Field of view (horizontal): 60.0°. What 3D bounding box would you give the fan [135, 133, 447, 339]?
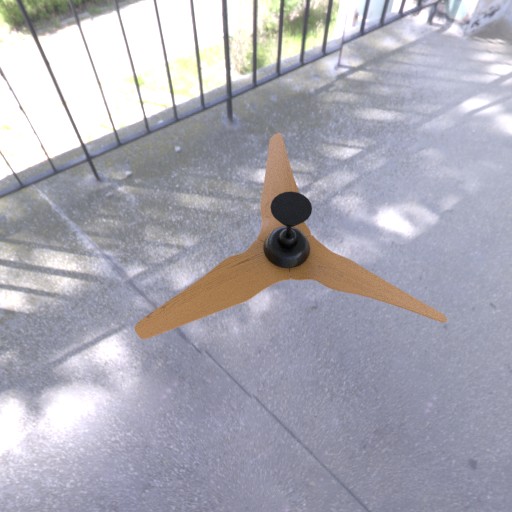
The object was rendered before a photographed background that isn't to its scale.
[{"bbox_3d":[0.000,0.000,1.647,1.010,0.355,1.142,-30,63,-17],"label":"fan"}]
